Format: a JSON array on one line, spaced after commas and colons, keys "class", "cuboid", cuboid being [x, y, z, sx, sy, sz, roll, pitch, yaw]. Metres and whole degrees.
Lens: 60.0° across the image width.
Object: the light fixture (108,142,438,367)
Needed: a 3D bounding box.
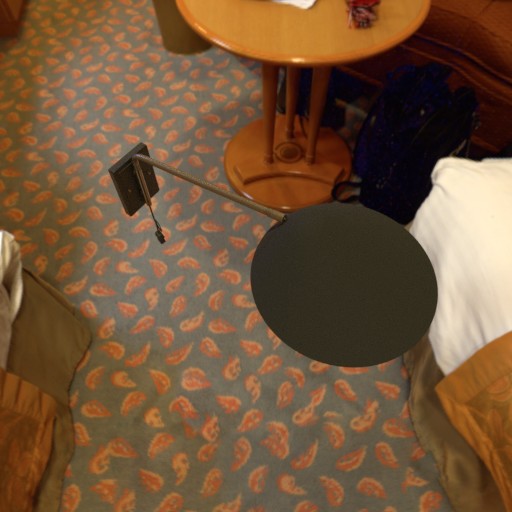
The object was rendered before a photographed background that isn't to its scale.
[{"class": "light fixture", "cuboid": [0.000, 0.000, 0.684, 0.516, 0.312, 0.240, 31, 64, 18]}]
